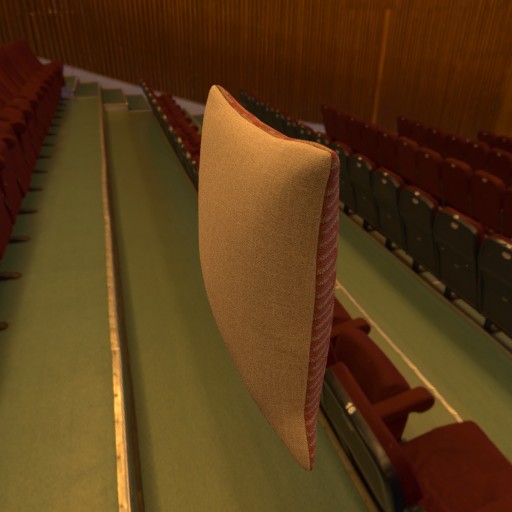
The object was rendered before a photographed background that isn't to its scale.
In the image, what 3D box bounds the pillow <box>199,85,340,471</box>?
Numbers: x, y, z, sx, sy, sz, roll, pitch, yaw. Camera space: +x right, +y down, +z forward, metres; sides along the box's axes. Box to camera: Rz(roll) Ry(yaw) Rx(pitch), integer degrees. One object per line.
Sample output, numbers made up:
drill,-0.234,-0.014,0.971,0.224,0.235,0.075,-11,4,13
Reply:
pillow,0.000,0.000,0.776,0.182,0.503,0.511,-9,30,-16
